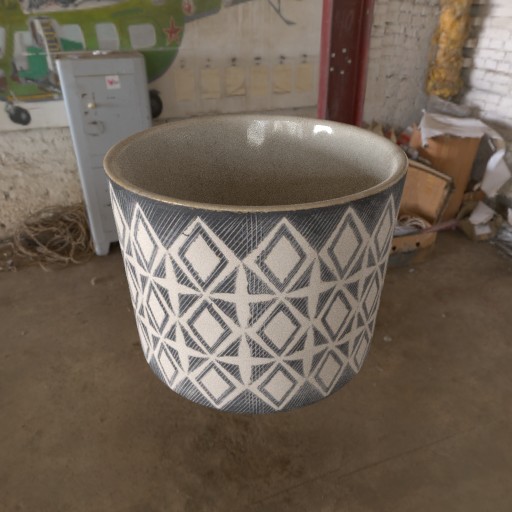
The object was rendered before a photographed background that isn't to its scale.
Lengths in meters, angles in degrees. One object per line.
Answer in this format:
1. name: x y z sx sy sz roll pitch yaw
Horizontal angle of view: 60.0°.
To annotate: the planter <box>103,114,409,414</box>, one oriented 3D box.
1. planter: 0.000 0.000 0.333 0.192 0.165 0.192 0 31 0
